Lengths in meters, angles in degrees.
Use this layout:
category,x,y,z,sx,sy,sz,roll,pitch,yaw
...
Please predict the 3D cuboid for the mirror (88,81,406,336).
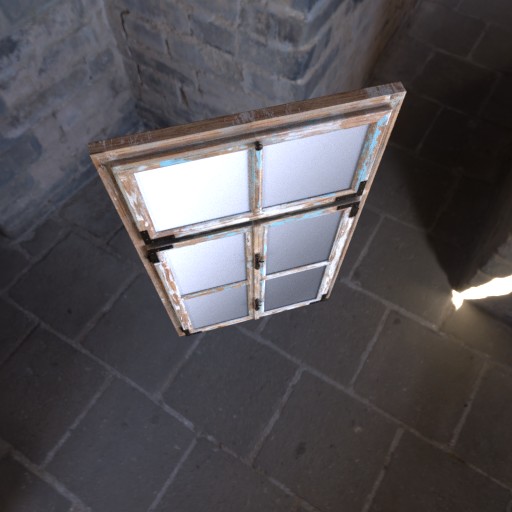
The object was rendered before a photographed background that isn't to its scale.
category,x,y,z,sx,sy,sz,roll,pitch,yaw
mirror,0.000,0.000,1.491,0.707,1.213,0.083,-13,63,-7
